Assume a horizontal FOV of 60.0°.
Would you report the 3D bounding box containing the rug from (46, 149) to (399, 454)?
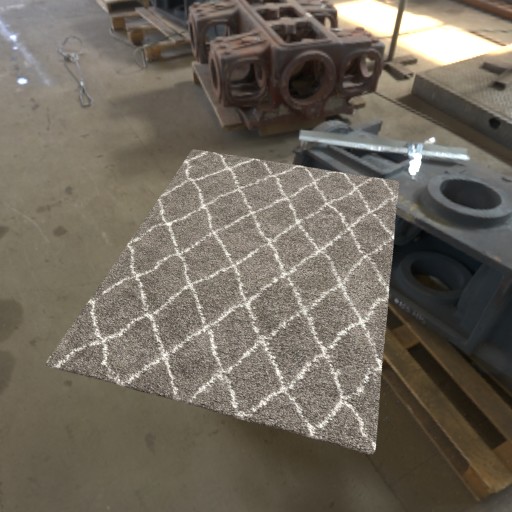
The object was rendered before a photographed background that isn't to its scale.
[{"bbox_3d":[0.000,0.000,4.108,2.438,0.029,3.047,11,47,11],"label":"rug"}]
